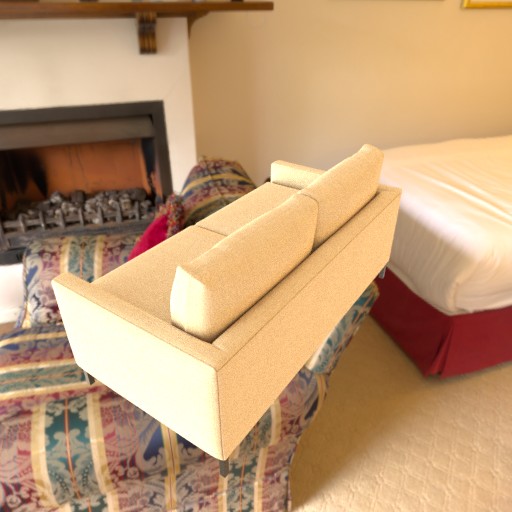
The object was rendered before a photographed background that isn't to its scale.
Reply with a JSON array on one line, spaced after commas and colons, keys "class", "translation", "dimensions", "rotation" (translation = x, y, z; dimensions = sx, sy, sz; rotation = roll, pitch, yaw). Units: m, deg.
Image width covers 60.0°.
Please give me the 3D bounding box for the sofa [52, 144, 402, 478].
[{"class": "sofa", "translation": [0.000, 0.000, 2.144], "dimensions": [0.839, 0.812, 1.651], "rotation": [20, 37, 29]}]
